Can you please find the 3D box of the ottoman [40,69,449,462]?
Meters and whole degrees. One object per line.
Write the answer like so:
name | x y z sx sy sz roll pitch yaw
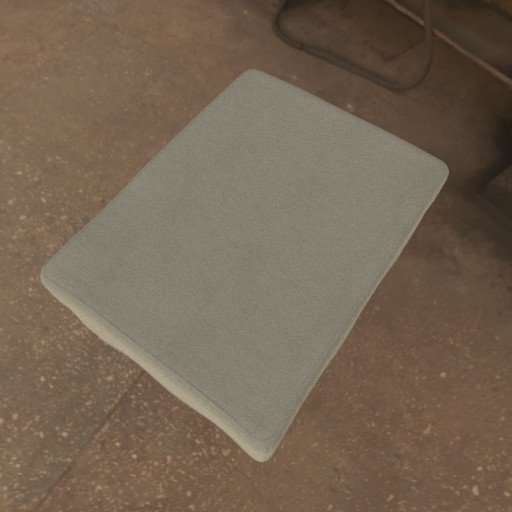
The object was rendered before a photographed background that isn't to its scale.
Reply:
ottoman | 0.000 0.000 1.236 0.648 0.461 0.833 32 67 15
